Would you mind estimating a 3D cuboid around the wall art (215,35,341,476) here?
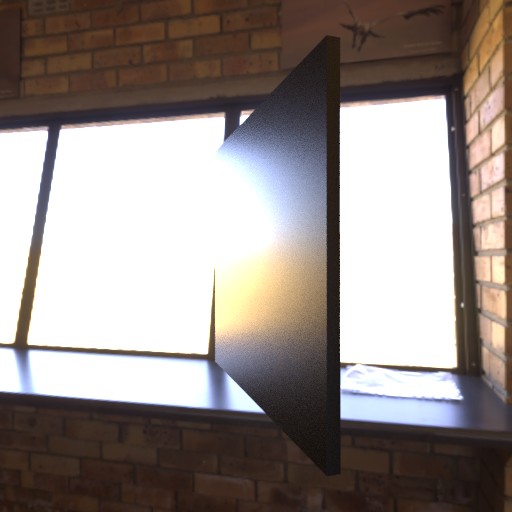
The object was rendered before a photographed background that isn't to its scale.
[{"bbox_3d":[0.000,0.000,0.516,0.012,0.332,0.383,0,0,-18],"label":"wall art"}]
